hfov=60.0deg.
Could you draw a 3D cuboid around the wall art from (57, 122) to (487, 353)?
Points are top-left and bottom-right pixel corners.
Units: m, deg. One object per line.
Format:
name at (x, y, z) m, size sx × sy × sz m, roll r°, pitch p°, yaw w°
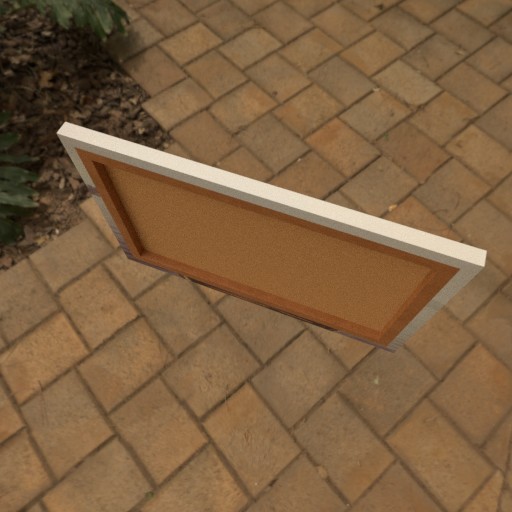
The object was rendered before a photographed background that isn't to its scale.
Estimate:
wall art at (0.000, 0.000, 1.168) m, size 0.916 × 0.609 × 0.037 m, roll 19°, pitch 64°, yaw 9°
